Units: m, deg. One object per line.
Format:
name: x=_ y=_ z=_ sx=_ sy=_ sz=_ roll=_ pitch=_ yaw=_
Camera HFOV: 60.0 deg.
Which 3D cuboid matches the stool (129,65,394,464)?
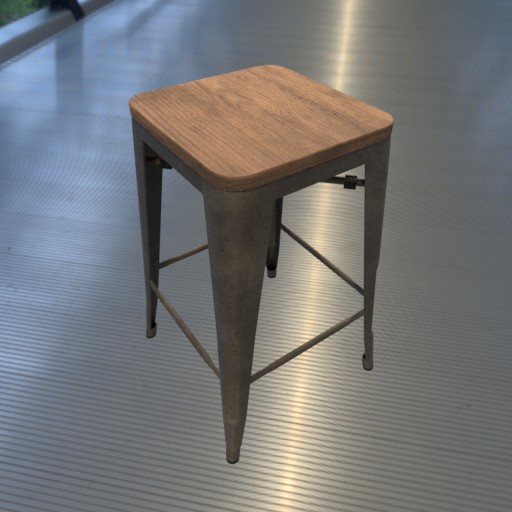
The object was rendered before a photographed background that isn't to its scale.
stool: x=0.000 y=0.000 z=0.888 sx=0.407 sy=0.607 sz=0.407 roll=-25 pitch=46 yaw=-26
